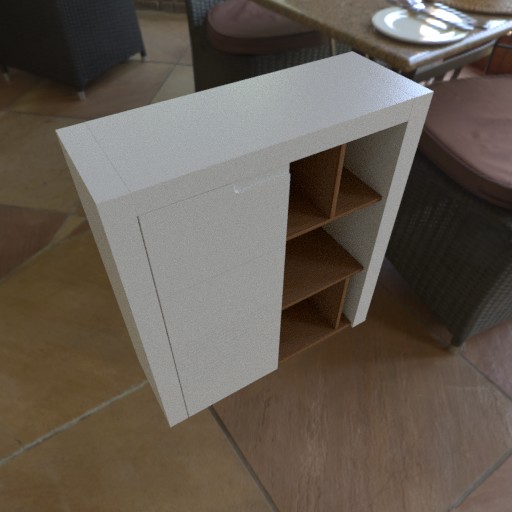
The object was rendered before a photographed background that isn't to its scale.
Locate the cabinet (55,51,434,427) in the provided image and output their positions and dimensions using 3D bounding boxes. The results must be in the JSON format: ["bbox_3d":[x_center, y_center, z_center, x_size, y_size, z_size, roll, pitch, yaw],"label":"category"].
[{"bbox_3d":[0.000,0.000,1.620,0.990,1.150,0.348,-23,50,-21],"label":"cabinet"}]
